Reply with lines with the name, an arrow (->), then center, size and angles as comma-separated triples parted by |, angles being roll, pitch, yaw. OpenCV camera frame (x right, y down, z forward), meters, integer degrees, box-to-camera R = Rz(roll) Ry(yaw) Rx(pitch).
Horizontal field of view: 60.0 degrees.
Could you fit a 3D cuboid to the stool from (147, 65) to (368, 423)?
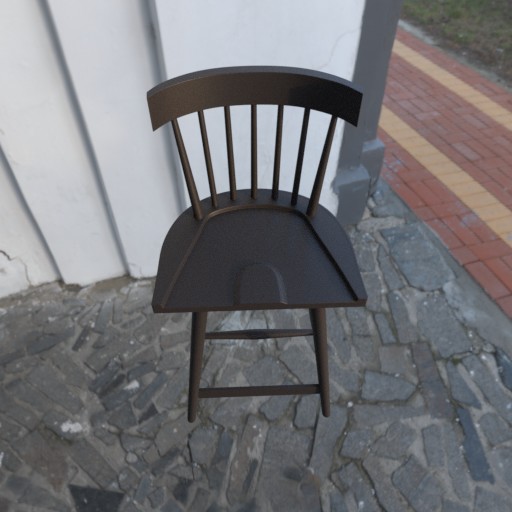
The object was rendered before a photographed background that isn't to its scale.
stool -> 0.000, 0.000, 1.262 | 0.494, 0.953, 0.549 | -2, 47, -2
